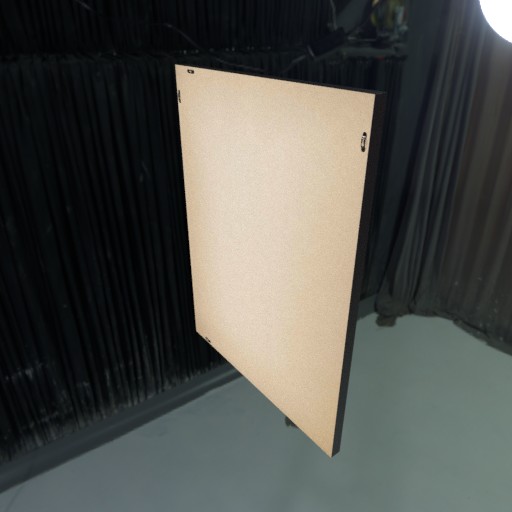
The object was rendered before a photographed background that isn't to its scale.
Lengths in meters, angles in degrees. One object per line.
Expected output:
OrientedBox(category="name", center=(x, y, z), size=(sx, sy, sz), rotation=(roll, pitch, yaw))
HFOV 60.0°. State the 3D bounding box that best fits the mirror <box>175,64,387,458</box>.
OrientedBox(category="mirror", center=(0.000, 0.000, 1.337), size=(0.041, 1.016, 0.762), rotation=(-20, 34, -33))
